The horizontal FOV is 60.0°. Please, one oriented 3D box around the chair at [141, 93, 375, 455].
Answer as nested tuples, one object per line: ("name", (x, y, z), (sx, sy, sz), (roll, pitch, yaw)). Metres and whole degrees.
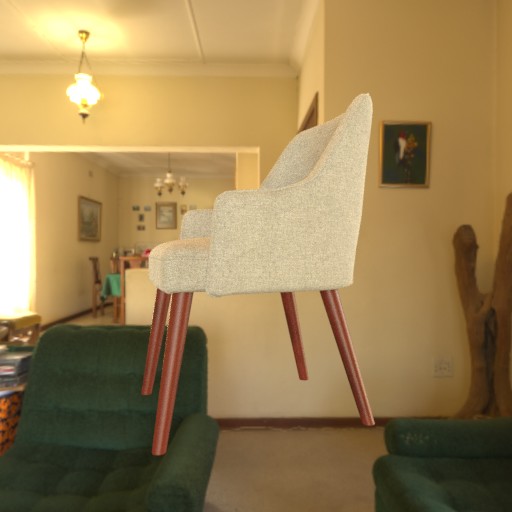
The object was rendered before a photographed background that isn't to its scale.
("chair", (0.000, 0.000, 1.245), (0.605, 0.849, 0.548), (0, 1, -17))
